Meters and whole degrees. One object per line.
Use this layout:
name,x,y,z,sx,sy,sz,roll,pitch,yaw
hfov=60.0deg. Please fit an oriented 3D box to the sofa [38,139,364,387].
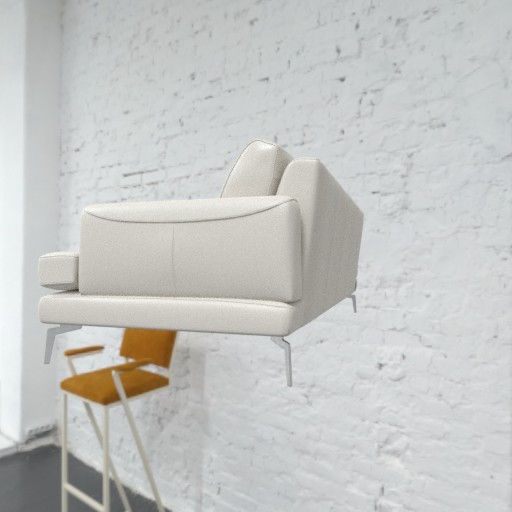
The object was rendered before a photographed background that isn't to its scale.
sofa,0.000,0.000,2.290,0.974,0.765,1.940,0,-1,18
